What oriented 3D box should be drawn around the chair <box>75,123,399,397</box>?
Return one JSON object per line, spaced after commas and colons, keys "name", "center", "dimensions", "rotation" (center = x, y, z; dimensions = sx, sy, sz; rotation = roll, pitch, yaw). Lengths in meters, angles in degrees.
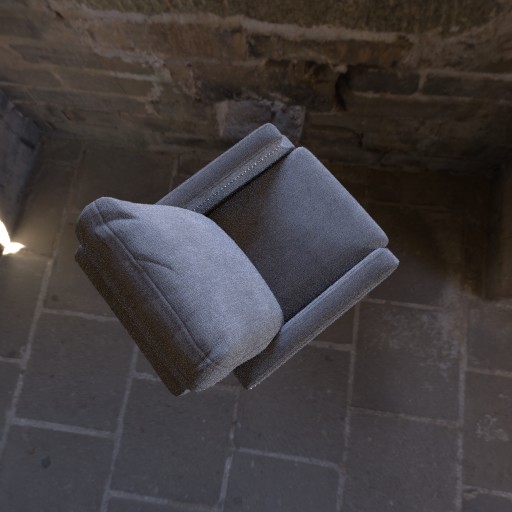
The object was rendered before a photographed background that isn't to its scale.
{"name": "chair", "center": [0.000, 0.000, 1.613], "dimensions": [0.922, 1.049, 0.710], "rotation": [-38, 78, -9]}
